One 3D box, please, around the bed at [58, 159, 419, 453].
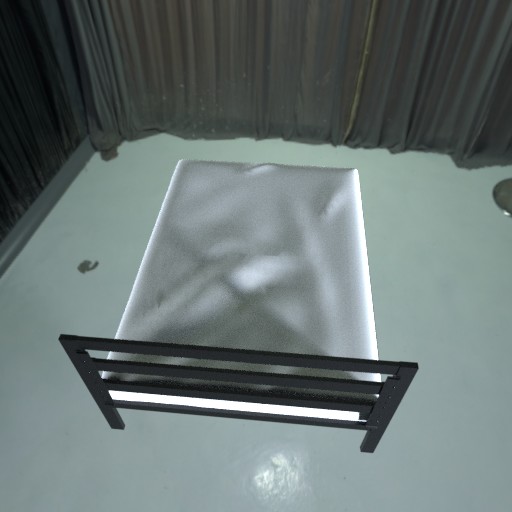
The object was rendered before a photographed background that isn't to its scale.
[{"bbox_3d":[0.000,0.000,2.905,1.524,0.967,2.062,4,47,4],"label":"bed"}]
